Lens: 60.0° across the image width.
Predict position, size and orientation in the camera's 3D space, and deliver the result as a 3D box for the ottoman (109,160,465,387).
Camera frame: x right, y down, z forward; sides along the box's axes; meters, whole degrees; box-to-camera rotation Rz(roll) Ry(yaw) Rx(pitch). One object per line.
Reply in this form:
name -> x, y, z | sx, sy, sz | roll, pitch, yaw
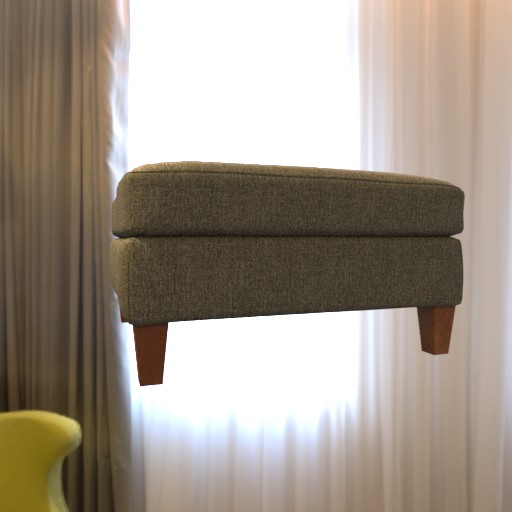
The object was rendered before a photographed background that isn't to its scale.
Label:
ottoman -> 0.000, 0.000, 1.353 | 0.838, 0.481, 0.838 | -1, 2, -20
